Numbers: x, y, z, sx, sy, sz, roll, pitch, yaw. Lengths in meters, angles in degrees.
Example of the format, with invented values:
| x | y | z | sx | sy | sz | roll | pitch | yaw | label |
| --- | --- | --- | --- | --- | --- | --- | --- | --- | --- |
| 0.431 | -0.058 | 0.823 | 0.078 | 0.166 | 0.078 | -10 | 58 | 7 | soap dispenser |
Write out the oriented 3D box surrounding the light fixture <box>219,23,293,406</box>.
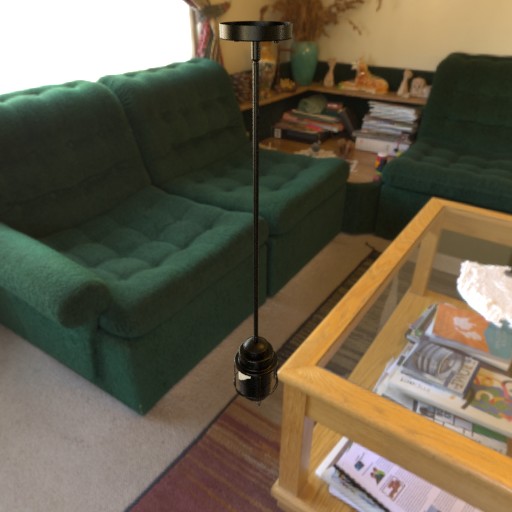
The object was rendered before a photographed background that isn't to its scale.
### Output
| x | y | z | sx | sy | sz | roll | pitch | yaw | label |
| --- | --- | --- | --- | --- | --- | --- | --- | --- | --- |
| 0.000 | 0.000 | 0.988 | 0.123 | 0.920 | 0.123 | 9 | 33 | 15 | light fixture |
